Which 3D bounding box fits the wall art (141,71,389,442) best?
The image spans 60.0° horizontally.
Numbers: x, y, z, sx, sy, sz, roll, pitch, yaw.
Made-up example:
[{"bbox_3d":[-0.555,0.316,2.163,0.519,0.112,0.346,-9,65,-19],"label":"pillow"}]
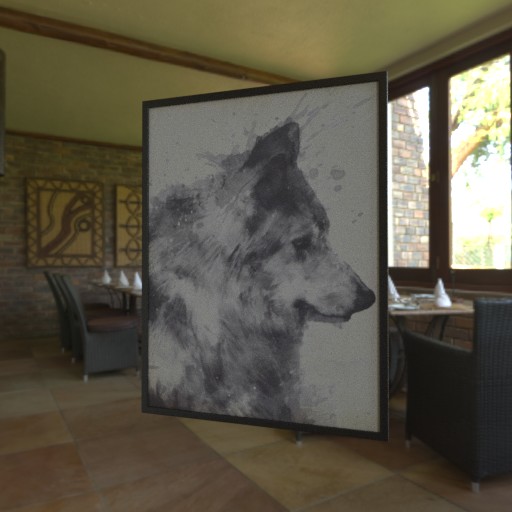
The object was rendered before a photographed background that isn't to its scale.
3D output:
[{"bbox_3d":[0.000,0.000,1.407,0.804,1.061,0.039,0,-1,18],"label":"wall art"}]
